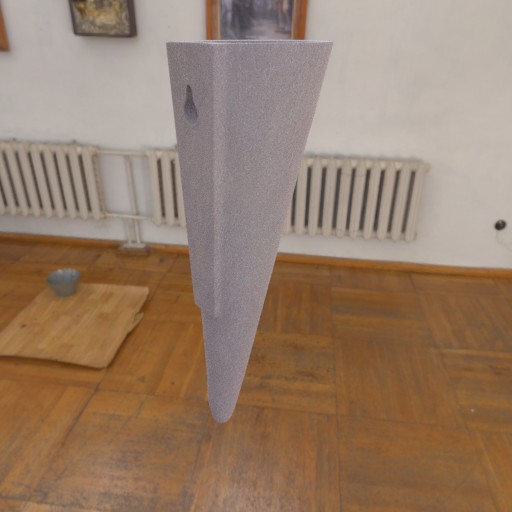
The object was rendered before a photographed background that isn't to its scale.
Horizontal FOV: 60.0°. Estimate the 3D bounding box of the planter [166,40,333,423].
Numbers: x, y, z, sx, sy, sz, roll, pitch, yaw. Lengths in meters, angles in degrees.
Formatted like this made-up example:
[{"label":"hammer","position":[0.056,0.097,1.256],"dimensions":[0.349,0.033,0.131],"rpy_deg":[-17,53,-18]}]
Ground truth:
[{"label":"planter","position":[0.000,0.000,0.297],"dimensions":[0.087,0.259,0.078],"rpy_deg":[-19,33,-33]}]
